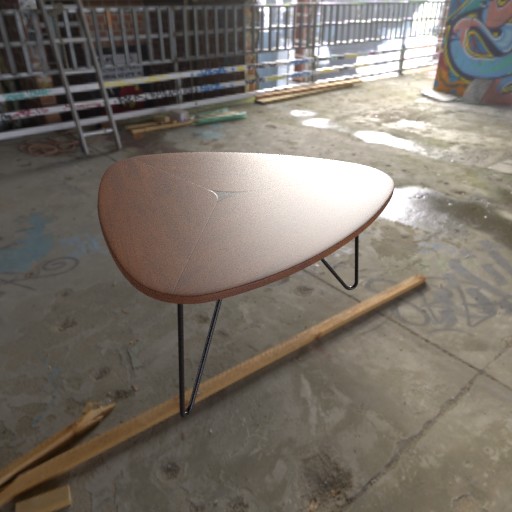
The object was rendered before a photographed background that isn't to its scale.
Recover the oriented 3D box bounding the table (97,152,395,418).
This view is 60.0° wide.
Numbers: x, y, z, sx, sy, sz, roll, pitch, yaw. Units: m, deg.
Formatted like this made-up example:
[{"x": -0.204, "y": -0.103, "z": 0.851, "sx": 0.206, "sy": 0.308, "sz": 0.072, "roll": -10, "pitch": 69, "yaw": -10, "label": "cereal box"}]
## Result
[{"x": 0.000, "y": 0.000, "z": 1.309, "sx": 0.821, "sy": 0.413, "sz": 0.833, "roll": -11, "pitch": 33, "yaw": -17, "label": "table"}]
